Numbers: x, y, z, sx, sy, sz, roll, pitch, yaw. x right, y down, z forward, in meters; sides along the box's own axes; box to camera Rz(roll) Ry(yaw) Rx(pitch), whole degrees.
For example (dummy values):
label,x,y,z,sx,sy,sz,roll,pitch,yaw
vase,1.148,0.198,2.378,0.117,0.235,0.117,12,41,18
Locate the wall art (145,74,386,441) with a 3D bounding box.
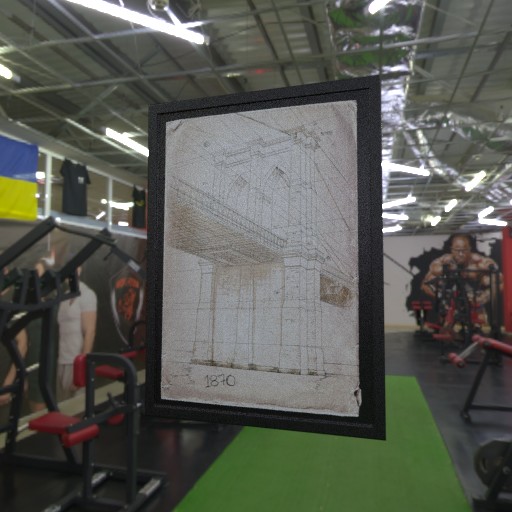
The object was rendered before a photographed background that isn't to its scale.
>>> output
label,x,y,z,sx,sy,sz,roll,pitch,yaw
wall art,0.000,0.000,1.280,0.707,0.967,0.013,-1,-3,17
